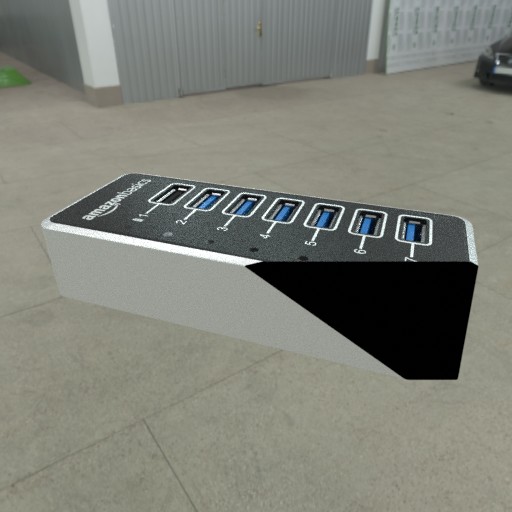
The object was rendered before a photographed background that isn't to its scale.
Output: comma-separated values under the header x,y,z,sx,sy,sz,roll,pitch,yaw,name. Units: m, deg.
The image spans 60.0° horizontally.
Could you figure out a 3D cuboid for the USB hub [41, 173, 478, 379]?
x,y,z,sx,sy,sz,roll,pitch,yaw,name
0.000,0.000,0.125,0.110,0.023,0.044,10,32,17,USB hub
